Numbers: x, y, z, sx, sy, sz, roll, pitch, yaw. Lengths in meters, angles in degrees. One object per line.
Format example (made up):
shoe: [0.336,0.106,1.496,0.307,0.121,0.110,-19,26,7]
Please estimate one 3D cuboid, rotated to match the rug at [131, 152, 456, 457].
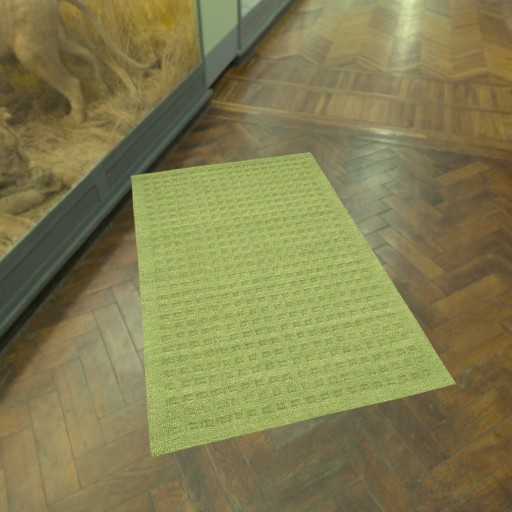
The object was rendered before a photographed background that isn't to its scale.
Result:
rug: [0.000,0.000,2.914,1.529,0.007,2.297,-10,45,-10]
